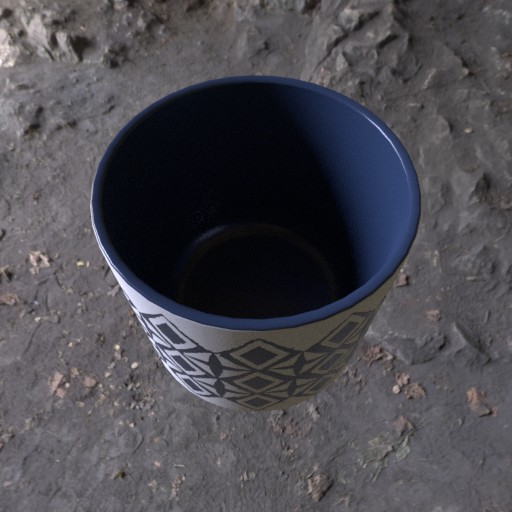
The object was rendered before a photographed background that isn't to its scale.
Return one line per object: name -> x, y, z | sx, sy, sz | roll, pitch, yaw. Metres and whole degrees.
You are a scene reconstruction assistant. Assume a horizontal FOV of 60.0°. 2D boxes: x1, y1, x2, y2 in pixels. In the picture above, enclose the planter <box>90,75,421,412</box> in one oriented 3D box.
planter -> 0.000, 0.000, 0.315 | 0.182, 0.165, 0.182 | 0, 58, 0
